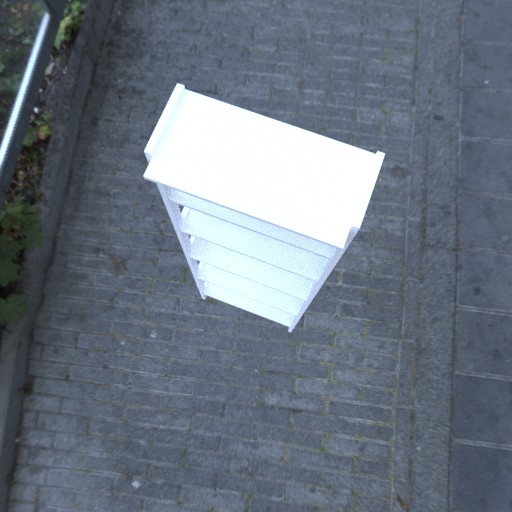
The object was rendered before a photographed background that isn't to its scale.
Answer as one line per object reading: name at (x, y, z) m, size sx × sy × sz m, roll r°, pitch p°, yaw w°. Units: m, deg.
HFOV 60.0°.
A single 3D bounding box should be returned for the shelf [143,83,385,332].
shelf at (0.000, 0.000, 2.178) m, size 0.660 × 1.892 × 0.381 m, roll 20°, pitch 76°, yaw 5°
